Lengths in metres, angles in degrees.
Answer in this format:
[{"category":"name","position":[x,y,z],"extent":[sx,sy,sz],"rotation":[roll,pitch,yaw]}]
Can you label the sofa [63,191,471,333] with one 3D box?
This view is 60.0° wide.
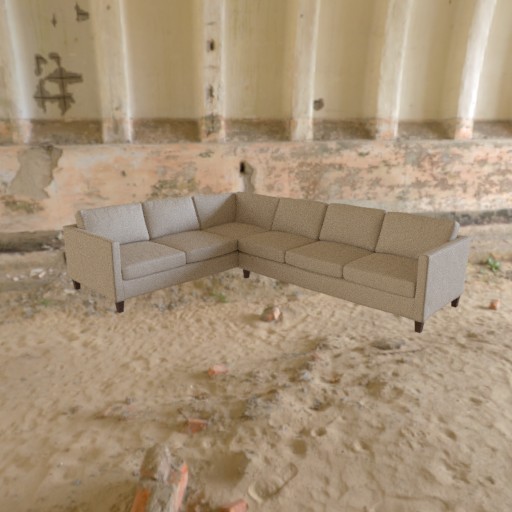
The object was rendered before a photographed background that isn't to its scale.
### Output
[{"category":"sofa","position":[0.000,0.000,4.352],"extent":[3.182,0.863,2.432],"rotation":[15,21,42]}]
